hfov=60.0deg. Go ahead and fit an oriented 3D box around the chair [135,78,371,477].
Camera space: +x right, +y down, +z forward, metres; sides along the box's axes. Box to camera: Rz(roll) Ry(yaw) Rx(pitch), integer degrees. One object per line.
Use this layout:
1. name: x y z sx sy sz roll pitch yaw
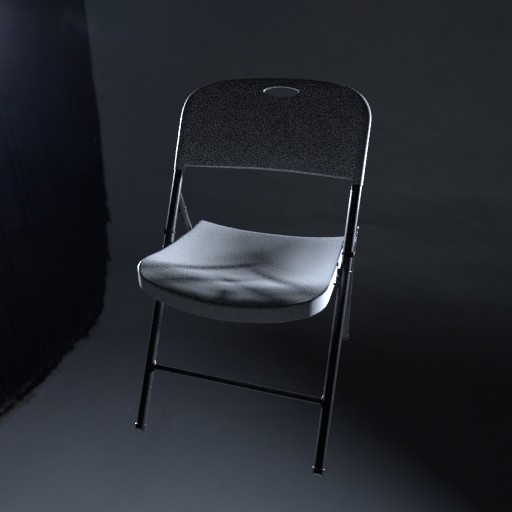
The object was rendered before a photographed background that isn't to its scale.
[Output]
1. chair: 0.000 0.000 1.143 0.494 0.810 0.566 8 28 15
